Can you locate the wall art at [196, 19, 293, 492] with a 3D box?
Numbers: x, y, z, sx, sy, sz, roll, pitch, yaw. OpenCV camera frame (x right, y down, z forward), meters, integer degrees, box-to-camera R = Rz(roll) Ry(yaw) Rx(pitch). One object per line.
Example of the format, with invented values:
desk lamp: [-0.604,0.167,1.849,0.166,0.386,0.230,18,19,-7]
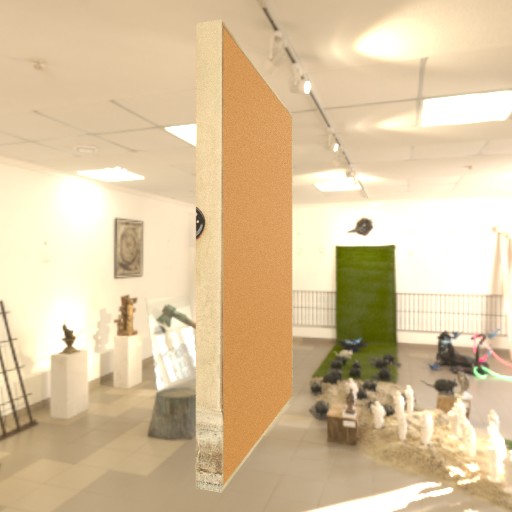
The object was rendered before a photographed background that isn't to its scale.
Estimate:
wall art: [0.000,0.000,0.765,0.036,0.607,0.403,0,0,18]
